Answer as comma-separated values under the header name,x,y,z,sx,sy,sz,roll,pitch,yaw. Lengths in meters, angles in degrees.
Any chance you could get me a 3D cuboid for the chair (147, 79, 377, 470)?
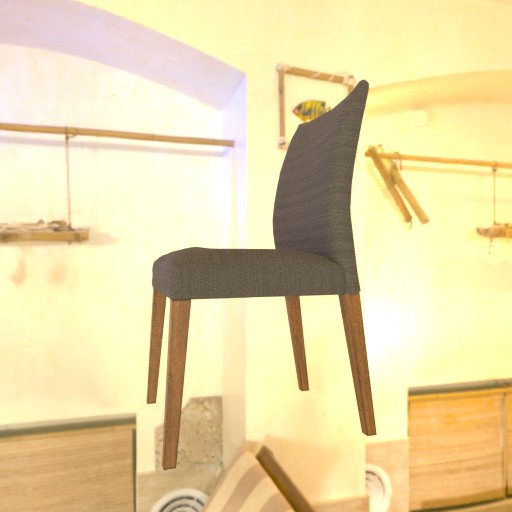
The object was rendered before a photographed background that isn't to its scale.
name,x,y,z,sx,sy,sz,roll,pitch,yaw
chair,0.000,0.000,1.297,0.585,0.940,0.496,0,-1,-18
